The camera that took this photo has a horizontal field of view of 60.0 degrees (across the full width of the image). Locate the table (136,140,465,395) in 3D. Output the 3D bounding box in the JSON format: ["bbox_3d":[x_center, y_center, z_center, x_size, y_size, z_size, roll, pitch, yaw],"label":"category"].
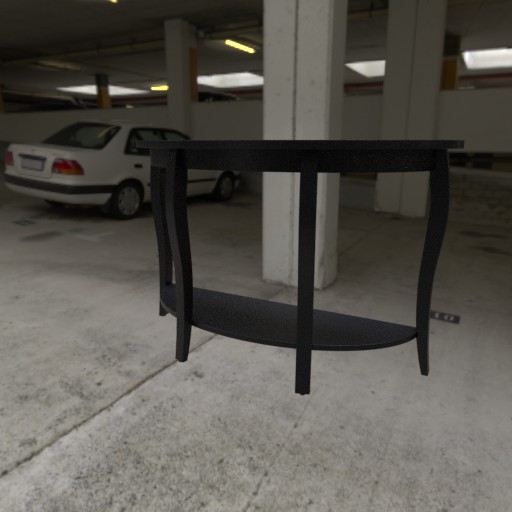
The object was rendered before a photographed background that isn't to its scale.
[{"bbox_3d":[0.000,0.000,1.544,1.219,0.780,0.394,7,16,27],"label":"table"}]
